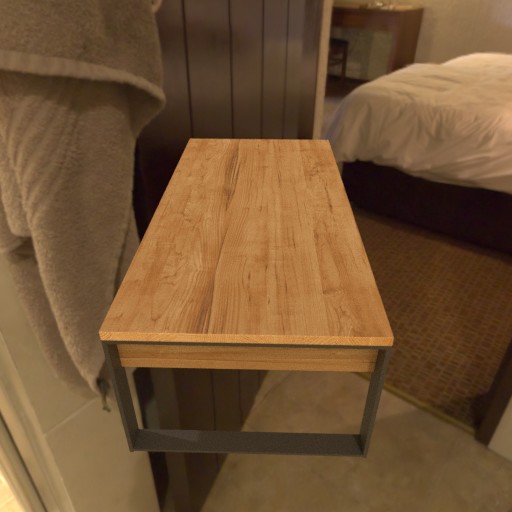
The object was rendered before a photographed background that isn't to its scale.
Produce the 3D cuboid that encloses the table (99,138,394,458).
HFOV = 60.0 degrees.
[{"bbox_3d":[0.000,0.000,1.473,0.590,0.400,1.180,1,33,1],"label":"table"}]
